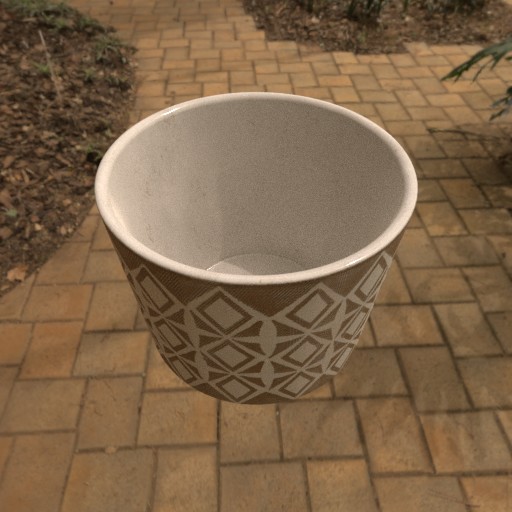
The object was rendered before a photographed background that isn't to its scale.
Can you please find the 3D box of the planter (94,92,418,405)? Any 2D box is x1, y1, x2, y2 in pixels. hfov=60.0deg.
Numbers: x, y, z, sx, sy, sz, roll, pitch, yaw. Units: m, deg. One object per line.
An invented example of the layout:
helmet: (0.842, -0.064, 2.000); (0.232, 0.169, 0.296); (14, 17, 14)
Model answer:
planter: (0.000, 0.000, 0.446); (0.260, 0.220, 0.260); (0, 46, 0)
